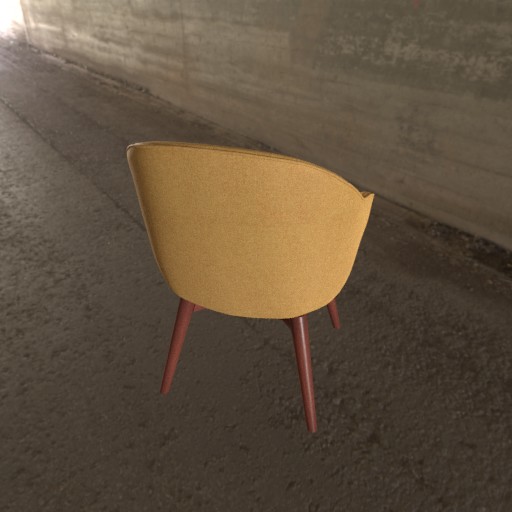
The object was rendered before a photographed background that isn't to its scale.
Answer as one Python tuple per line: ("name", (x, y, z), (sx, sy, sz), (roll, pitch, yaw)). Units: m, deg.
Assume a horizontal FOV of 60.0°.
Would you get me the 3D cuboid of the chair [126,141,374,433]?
("chair", (0.000, 0.000, 1.271), (0.596, 0.823, 0.635), (9, 32, 15))
